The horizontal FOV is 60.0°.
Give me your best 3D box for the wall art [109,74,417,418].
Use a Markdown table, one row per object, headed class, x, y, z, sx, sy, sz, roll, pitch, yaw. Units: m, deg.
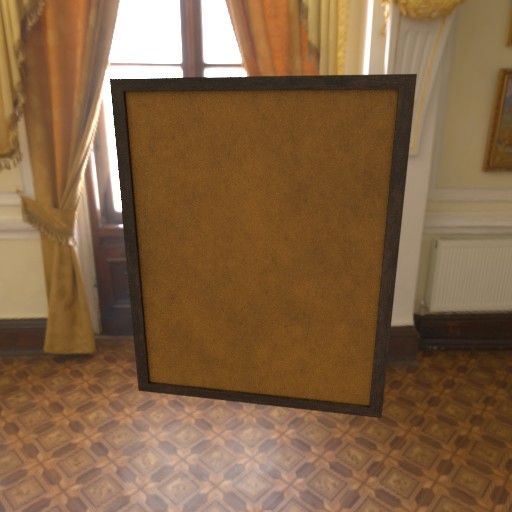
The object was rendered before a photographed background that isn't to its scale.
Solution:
| class | x | y | z | sx | sy | sz | roll | pitch | yaw |
| --- | --- | --- | --- | --- | --- | --- | --- | --- | --- |
| wall art | 0.000 | 0.000 | 0.541 | 0.329 | 0.406 | 0.027 | 3 | 18 | 10 |
